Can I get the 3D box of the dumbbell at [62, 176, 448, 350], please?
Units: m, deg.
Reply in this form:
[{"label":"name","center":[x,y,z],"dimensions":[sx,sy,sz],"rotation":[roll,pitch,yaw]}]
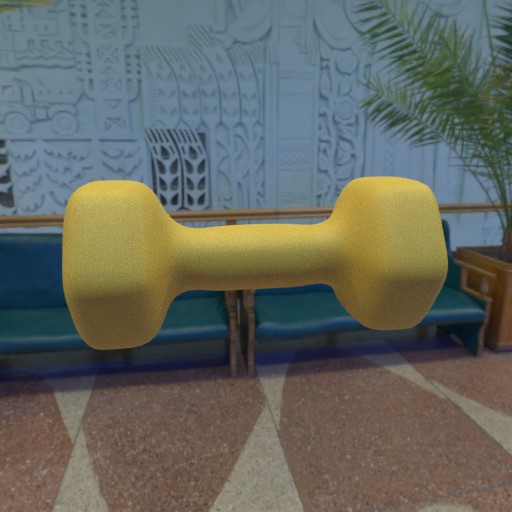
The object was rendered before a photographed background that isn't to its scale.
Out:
[{"label":"dumbbell","center":[0.000,0.000,0.241],"dimensions":[0.190,0.082,0.090],"rotation":[-2,15,-8]}]
